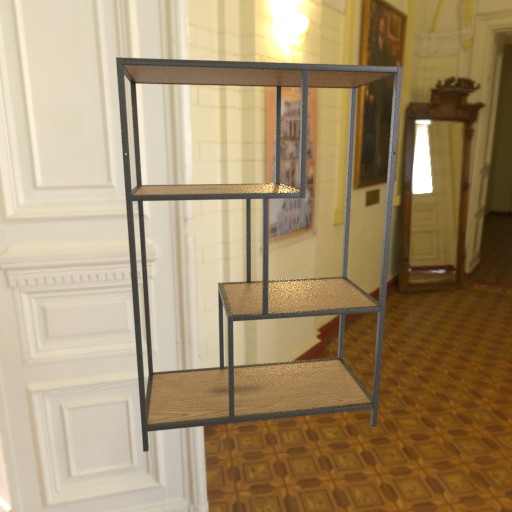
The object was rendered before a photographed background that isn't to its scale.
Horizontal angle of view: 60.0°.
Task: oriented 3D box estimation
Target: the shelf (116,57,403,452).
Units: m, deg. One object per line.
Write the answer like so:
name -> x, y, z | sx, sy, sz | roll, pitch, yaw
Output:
shelf -> 0.000, 0.000, 1.473 | 0.770, 1.138, 0.350 | -2, 14, -9
